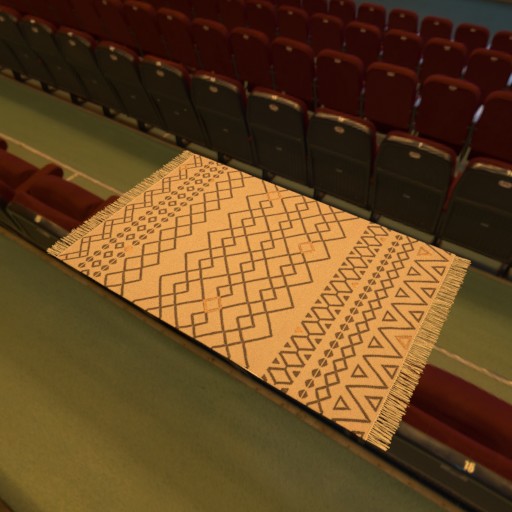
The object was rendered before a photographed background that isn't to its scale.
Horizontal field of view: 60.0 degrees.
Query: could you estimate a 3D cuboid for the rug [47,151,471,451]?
[{"bbox_3d":[0.000,0.000,2.444,2.023,0.028,1.224,25,51,23],"label":"rug"}]
